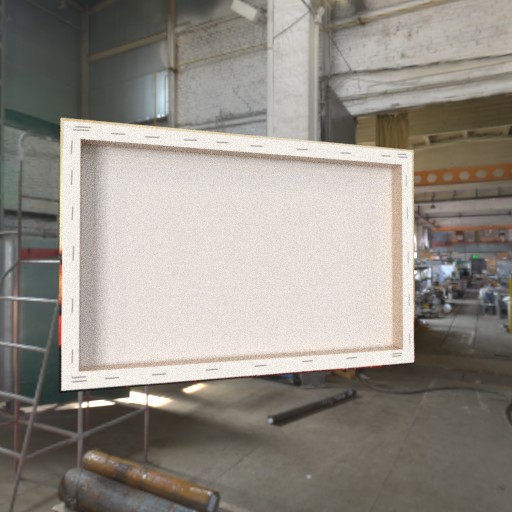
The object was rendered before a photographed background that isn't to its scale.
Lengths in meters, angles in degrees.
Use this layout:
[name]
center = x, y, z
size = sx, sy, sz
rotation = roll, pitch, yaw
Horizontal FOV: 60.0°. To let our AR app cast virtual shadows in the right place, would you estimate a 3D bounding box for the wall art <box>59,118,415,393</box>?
[wall art]
center = 0.000, 0.000, 0.757
size = 0.613, 0.402, 0.040
rotation = 0, -1, -18
